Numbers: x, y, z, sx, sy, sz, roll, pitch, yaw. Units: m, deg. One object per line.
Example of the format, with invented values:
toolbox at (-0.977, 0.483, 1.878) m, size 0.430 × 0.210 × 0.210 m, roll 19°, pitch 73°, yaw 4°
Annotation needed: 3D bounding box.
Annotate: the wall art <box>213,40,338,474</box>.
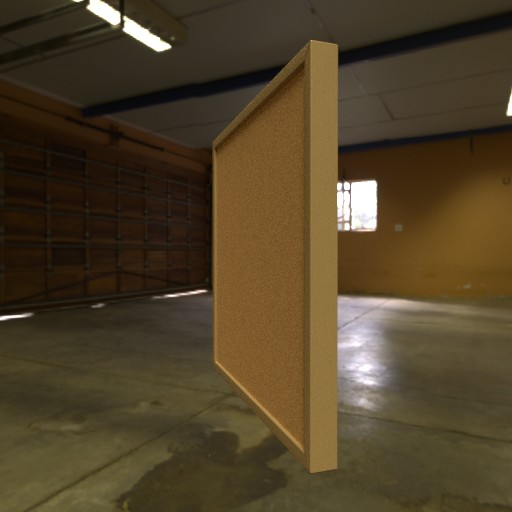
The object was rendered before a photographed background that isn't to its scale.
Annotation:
wall art at (0.000, 0.000, 0.766) m, size 0.036 × 0.509 × 0.509 m, roll 0°, pitch 1°, yaw -19°
